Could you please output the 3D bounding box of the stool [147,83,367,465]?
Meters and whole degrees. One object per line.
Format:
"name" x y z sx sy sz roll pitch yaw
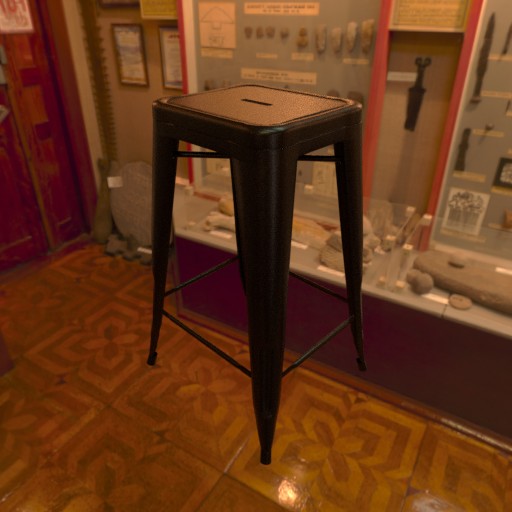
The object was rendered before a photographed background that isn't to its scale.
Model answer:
"stool" 0.000 0.000 0.903 0.455 0.609 0.423 18 35 28
